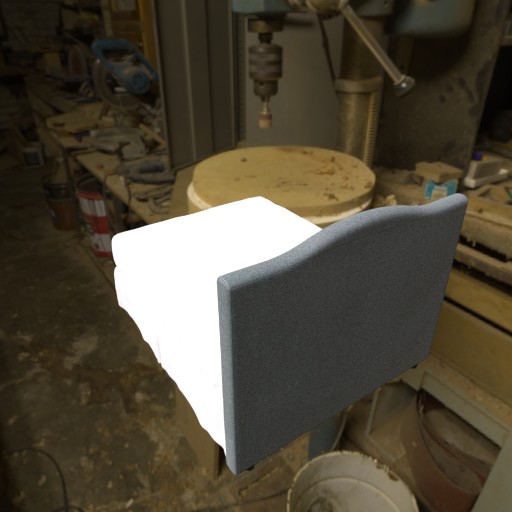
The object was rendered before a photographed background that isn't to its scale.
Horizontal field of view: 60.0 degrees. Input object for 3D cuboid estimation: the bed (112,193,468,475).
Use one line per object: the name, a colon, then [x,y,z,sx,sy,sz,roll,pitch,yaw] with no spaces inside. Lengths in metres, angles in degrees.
bed: [0.000,0.000,3.372,1.753,1.460,2.143,-19,35,-29]
